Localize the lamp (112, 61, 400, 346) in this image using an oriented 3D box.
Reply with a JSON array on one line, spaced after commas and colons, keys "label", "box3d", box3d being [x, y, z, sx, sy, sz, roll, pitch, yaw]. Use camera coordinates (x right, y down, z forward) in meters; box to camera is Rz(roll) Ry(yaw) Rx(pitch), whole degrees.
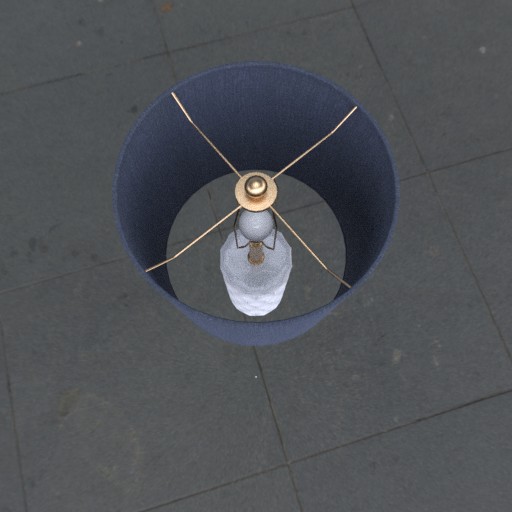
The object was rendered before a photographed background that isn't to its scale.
[{"label": "lamp", "box3d": [0.000, 0.000, 0.685, 0.277, 0.537, 0.277, -2, 75, 0]}]
